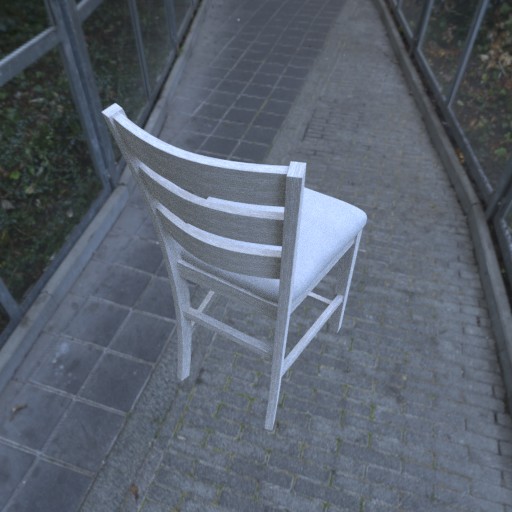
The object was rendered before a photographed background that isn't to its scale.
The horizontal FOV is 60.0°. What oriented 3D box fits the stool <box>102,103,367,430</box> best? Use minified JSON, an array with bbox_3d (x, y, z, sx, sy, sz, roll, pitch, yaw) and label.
[{"bbox_3d":[0.000,0.000,1.317,0.484,1.032,0.569,22,49,21],"label":"stool"}]
